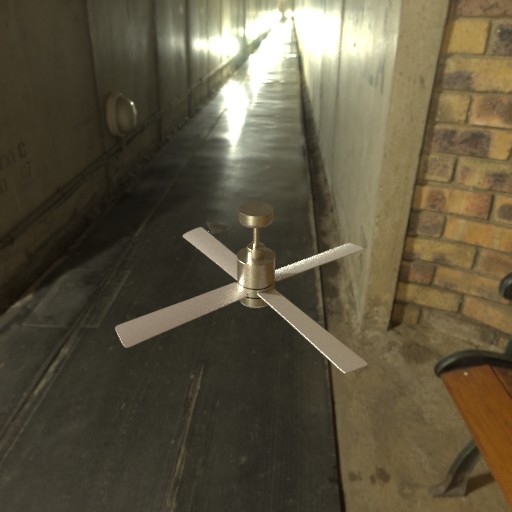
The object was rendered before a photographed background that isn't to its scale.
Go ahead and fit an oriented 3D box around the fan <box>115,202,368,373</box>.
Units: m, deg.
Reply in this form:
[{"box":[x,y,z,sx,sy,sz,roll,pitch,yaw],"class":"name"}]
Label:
[{"box":[0.000,0.000,2.318,1.525,0.539,1.525,-19,36,-28],"class":"fan"}]
